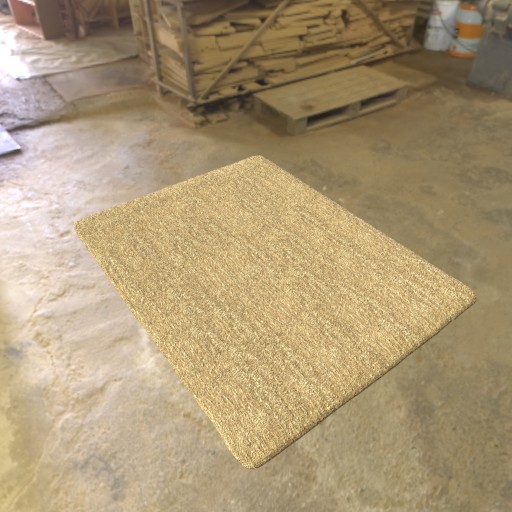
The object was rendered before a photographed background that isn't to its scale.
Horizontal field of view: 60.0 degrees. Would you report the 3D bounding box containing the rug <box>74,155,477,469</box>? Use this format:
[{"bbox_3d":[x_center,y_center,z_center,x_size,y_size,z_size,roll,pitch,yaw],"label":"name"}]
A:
[{"bbox_3d":[0.000,0.000,3.770,2.242,0.050,2.873,-26,47,-27],"label":"rug"}]
